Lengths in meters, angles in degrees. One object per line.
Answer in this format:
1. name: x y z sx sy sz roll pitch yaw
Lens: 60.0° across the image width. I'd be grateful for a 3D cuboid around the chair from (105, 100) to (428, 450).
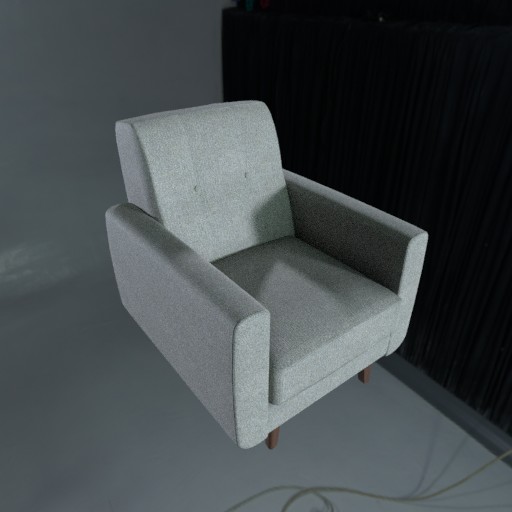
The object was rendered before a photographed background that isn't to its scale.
1. chair: 0.000 0.000 1.685 0.845 0.968 0.942 -22 37 -32
